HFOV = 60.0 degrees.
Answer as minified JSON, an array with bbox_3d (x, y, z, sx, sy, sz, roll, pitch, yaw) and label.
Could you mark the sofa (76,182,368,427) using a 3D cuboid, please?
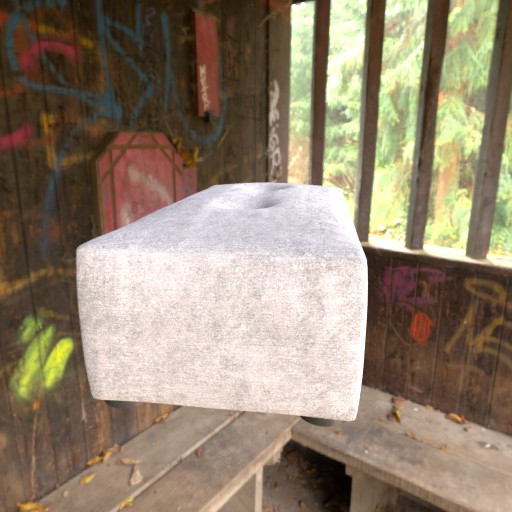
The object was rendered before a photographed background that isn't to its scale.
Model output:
[{"bbox_3d":[0.000,0.000,1.144,0.480,0.330,0.930,2,15,8],"label":"sofa"}]
